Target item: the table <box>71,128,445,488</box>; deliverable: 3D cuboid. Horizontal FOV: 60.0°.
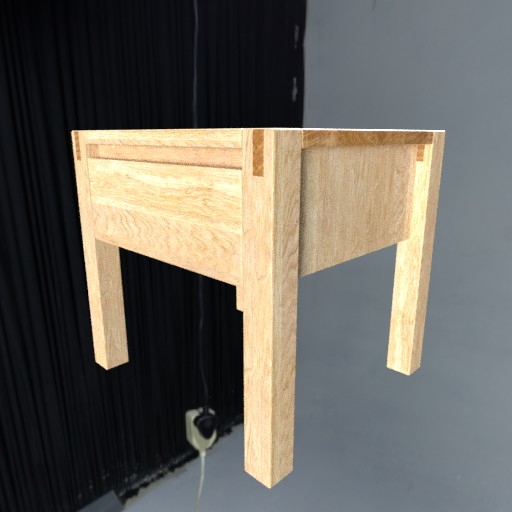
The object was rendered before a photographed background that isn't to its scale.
[{"bbox_3d":[0.000,0.000,0.827,0.480,0.450,0.440,14,21,42],"label":"table"}]
